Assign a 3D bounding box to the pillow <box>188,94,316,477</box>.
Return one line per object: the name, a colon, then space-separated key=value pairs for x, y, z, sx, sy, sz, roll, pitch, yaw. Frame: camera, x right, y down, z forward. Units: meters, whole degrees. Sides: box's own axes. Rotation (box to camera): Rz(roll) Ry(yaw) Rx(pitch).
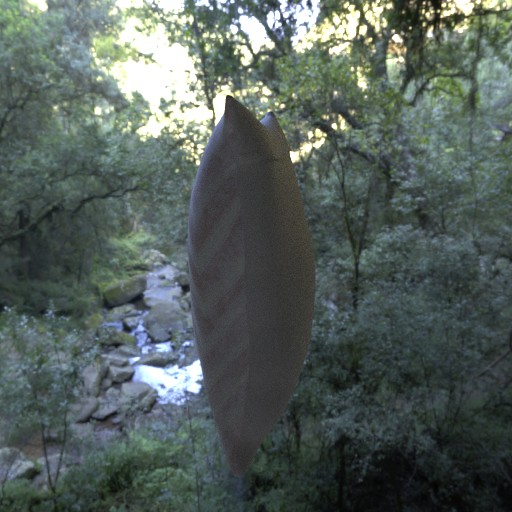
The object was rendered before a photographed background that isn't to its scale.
pillow: x=0.000 y=0.000 z=0.674 sx=0.182 sy=0.441 sz=0.440 roll=2 pitch=15 yaw=7
